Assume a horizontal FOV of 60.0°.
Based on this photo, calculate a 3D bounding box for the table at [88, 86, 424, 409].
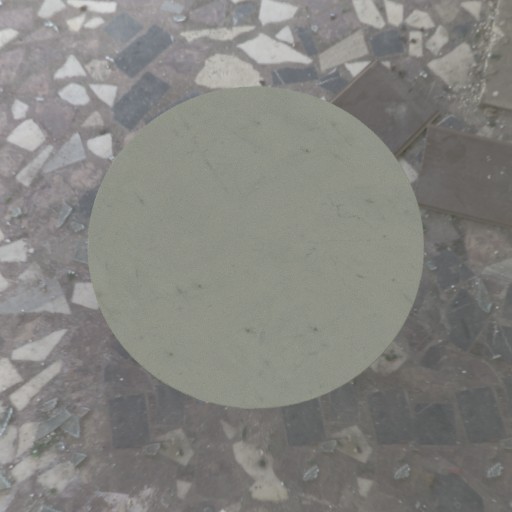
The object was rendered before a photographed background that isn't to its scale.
[{"bbox_3d":[0.000,0.000,1.274,0.800,0.450,0.800,0,75,0],"label":"table"}]
